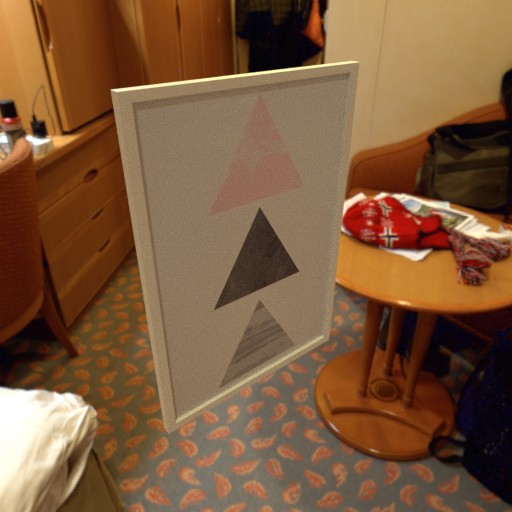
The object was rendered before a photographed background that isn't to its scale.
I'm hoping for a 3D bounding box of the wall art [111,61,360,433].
[{"bbox_3d":[0.000,0.000,0.562,0.303,0.433,0.013,-22,37,-32],"label":"wall art"}]
